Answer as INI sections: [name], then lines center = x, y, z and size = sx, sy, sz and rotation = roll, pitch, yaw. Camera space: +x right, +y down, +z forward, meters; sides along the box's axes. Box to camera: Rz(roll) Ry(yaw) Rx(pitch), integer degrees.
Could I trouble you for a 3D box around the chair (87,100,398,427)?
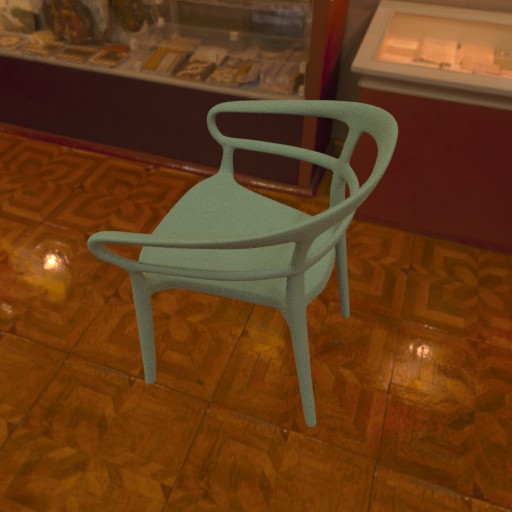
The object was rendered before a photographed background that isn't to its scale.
[chair]
center = 0.000, 0.000, 1.124
size = 0.527, 0.761, 0.559
rotation = 16, 49, 15
